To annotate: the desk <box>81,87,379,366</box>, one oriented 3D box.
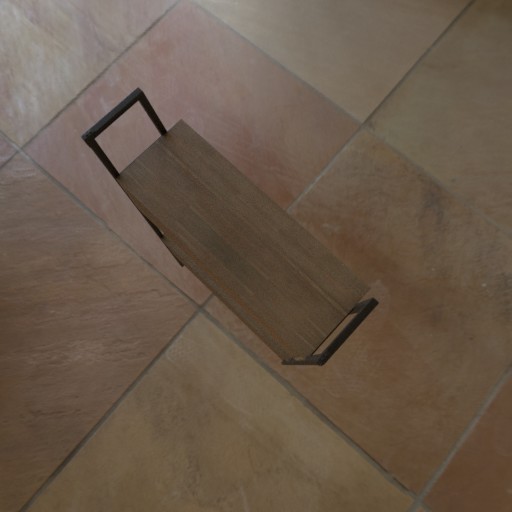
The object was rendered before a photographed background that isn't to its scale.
[{"bbox_3d":[0.000,0.000,2.181,0.982,1.809,0.515,43,80,9],"label":"desk"}]
